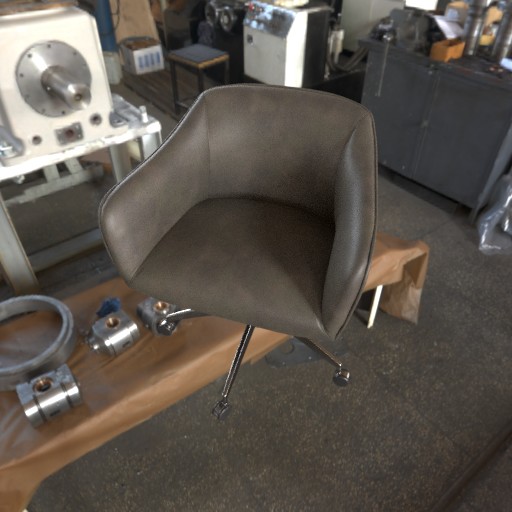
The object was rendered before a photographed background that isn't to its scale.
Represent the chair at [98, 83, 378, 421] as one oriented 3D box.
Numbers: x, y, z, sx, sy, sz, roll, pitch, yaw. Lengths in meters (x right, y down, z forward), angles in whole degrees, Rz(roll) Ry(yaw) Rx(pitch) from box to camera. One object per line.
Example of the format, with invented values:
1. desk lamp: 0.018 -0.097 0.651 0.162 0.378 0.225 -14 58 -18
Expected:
1. chair: 0.000 0.000 1.366 0.713 0.827 0.689 13 42 14
